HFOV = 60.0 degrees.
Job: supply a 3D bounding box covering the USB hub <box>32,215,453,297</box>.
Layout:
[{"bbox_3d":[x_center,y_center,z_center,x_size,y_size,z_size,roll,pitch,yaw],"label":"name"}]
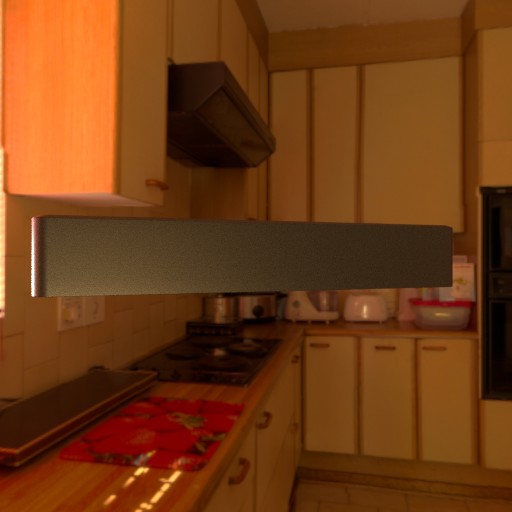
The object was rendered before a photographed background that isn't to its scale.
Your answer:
[{"bbox_3d":[0.000,0.000,0.165,0.145,0.023,0.044,0,0,-18],"label":"USB hub"}]
